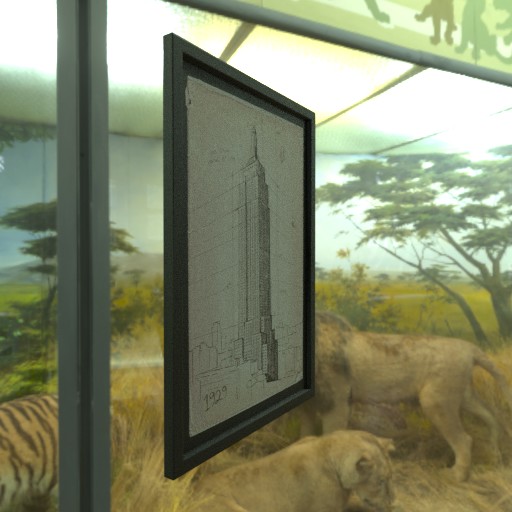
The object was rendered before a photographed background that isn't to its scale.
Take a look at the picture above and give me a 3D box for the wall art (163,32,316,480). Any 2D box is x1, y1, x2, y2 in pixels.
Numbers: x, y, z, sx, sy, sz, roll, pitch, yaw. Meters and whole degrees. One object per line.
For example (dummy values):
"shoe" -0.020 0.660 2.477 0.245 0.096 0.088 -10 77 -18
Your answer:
"wall art" 0.000 0.000 0.555 0.013 0.431 0.303 1 1 34
